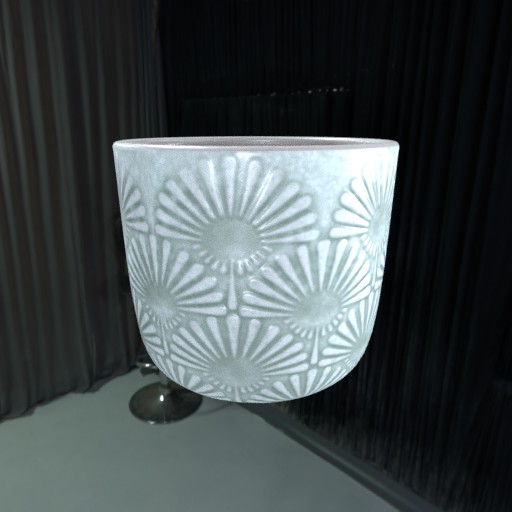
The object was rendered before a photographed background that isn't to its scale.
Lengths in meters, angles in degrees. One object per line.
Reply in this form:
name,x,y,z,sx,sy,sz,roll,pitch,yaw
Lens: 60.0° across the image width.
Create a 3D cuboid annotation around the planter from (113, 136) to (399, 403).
planter,0.000,0.000,0.215,0.124,0.109,0.124,0,17,0
